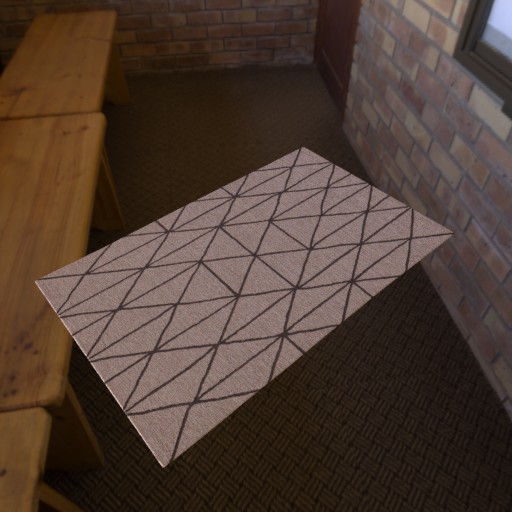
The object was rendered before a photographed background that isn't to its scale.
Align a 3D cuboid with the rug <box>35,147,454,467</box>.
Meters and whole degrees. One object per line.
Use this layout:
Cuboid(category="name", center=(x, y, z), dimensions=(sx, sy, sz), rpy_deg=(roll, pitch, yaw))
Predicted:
Cuboid(category="rug", center=(0.000, 0.000, 3.030), dimensions=(2.465, 0.008, 1.526), rpy_deg=(-32, 53, -27))
